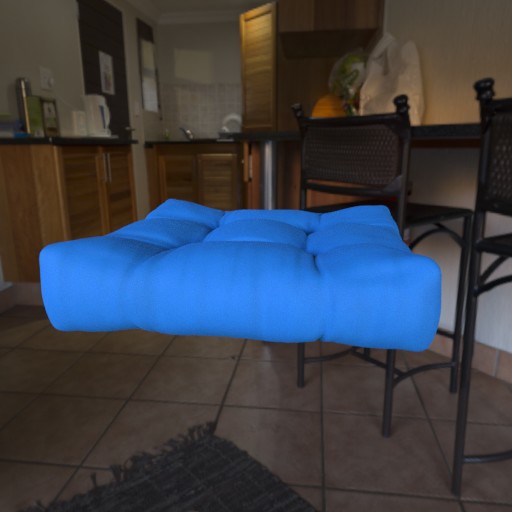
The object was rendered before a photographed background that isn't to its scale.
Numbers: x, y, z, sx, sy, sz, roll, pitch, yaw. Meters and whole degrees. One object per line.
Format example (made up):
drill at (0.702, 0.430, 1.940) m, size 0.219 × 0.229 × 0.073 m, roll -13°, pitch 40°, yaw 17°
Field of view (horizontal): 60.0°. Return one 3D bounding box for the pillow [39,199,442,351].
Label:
pillow at (0.000, 0.000, 0.731) m, size 0.490 × 0.128 × 0.468 m, roll 2°, pitch 15°, yaw 9°
